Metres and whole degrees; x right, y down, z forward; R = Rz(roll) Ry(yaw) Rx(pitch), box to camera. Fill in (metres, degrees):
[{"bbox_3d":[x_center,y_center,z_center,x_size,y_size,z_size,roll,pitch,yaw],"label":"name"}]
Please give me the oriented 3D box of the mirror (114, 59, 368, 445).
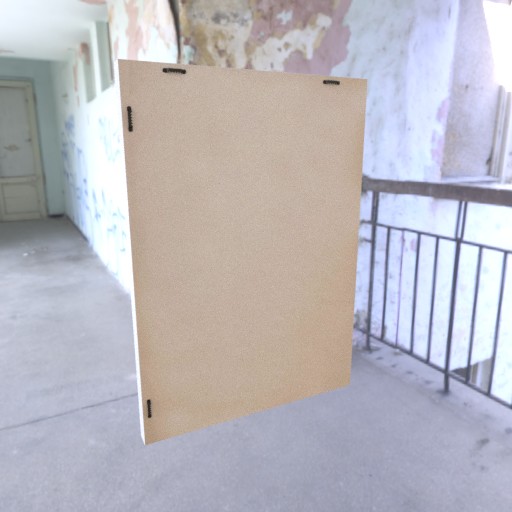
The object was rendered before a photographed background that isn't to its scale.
[{"bbox_3d":[0.000,0.000,0.914,0.507,0.710,0.039,-7,16,-26],"label":"mirror"}]
